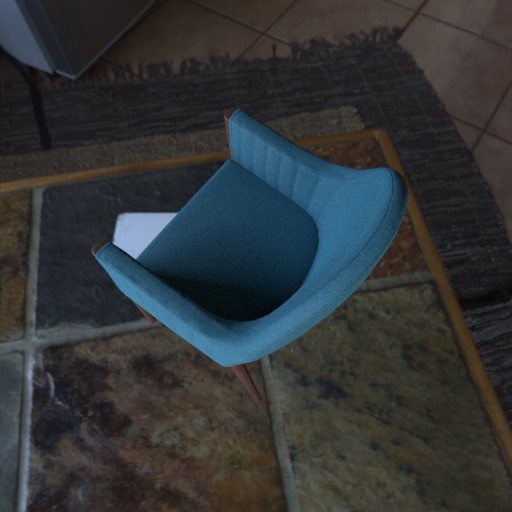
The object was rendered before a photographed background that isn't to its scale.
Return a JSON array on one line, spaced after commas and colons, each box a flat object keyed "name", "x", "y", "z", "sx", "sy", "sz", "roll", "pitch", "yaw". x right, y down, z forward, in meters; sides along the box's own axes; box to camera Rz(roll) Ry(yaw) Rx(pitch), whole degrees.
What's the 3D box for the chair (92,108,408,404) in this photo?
[{"name": "chair", "x": 0.000, "y": 0.000, "z": 1.359, "sx": 0.652, "sy": 0.907, "sz": 0.656, "roll": 33, "pitch": 69, "yaw": 15}]
